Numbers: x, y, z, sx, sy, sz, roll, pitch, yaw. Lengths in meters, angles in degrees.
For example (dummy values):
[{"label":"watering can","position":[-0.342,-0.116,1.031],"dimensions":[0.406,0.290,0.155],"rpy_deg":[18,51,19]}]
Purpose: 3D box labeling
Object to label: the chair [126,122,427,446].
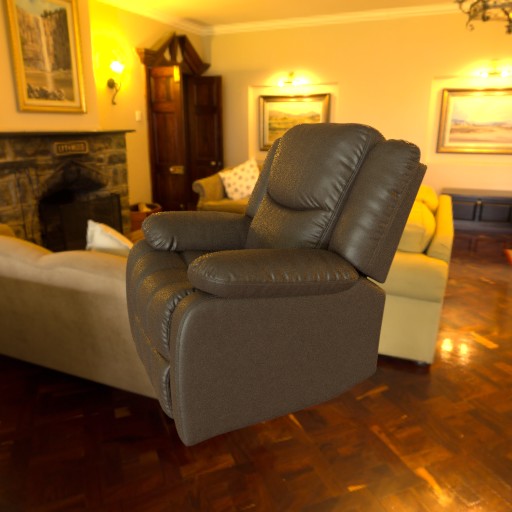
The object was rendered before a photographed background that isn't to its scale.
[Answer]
[{"label":"chair","position":[0.000,0.000,1.748],"dimensions":[0.934,1.009,0.899],"rpy_deg":[-8,18,-25]}]
